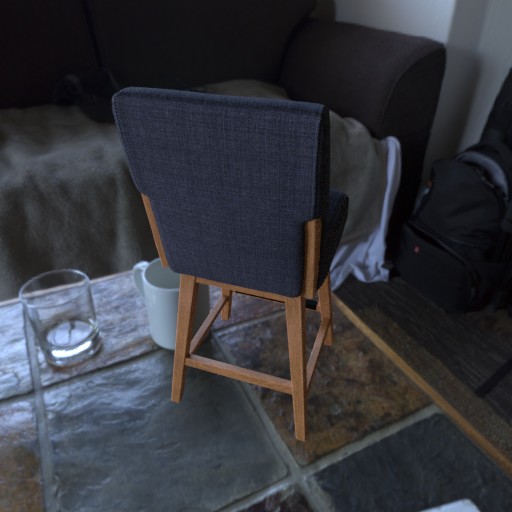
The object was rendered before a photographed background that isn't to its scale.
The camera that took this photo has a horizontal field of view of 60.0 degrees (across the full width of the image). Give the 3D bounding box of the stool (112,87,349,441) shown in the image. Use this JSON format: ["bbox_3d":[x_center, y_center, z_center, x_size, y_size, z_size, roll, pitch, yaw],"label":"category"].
[{"bbox_3d":[0.000,0.000,1.284,0.459,1.010,0.526,11,36,16],"label":"stool"}]
